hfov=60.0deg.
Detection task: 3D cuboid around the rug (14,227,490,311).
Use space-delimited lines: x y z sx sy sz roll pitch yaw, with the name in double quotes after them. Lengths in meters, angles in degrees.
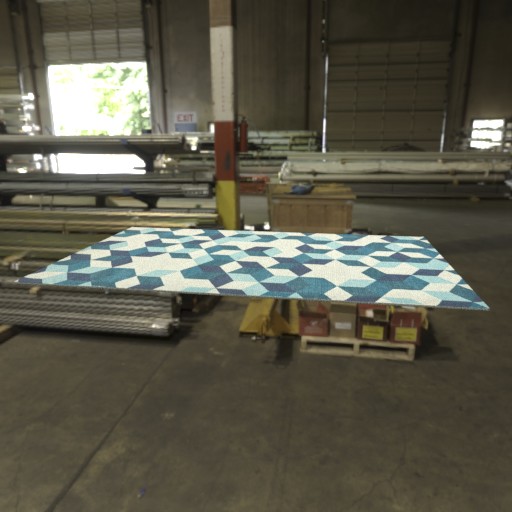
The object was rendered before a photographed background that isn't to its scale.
0.000 0.000 2.959 2.438 0.015 1.518 2 15 9 "rug"
